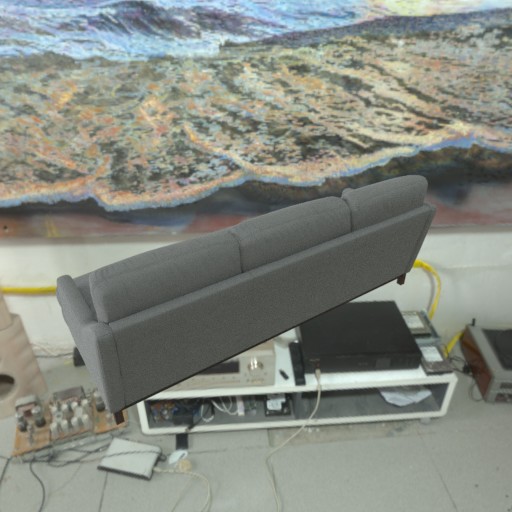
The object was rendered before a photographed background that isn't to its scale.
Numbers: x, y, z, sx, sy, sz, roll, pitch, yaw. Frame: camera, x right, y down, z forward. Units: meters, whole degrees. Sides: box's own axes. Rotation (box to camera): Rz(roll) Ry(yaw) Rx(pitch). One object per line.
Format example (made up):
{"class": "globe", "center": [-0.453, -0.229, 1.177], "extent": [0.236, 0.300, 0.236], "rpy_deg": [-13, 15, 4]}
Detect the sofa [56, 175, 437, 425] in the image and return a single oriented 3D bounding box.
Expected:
{"class": "sofa", "center": [0.000, 0.000, 2.898], "extent": [2.344, 0.926, 0.987], "rpy_deg": [-20, 37, -29]}
